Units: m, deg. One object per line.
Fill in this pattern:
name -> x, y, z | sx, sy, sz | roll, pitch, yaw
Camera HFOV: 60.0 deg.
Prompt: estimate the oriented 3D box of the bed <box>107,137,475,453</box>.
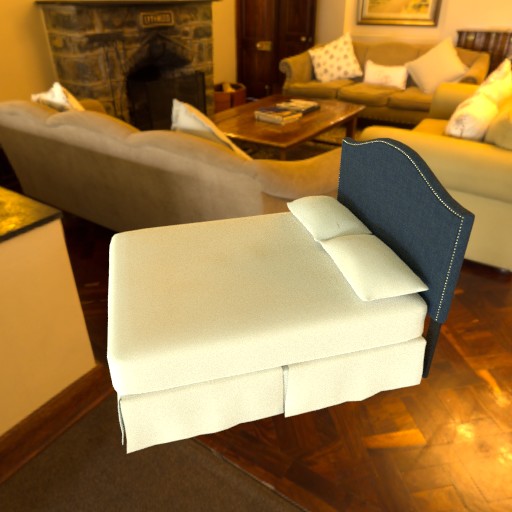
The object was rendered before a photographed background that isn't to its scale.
bed -> 0.000, 0.000, 3.226 | 2.153, 1.518, 1.713 | -8, 32, -13
